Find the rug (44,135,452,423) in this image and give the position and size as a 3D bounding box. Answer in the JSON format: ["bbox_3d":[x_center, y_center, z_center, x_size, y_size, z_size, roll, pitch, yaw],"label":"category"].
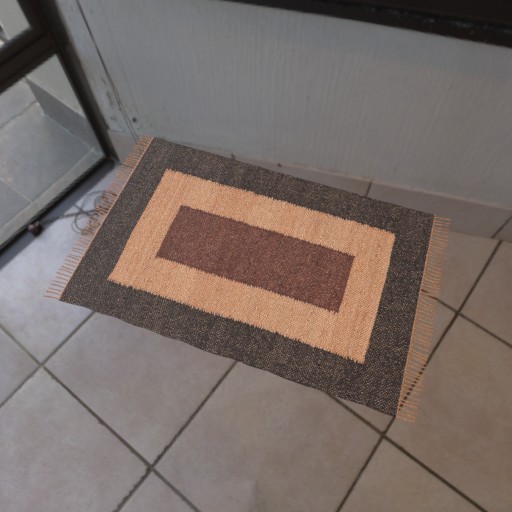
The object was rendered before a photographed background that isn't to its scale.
[{"bbox_3d":[0.000,0.000,1.896,1.541,0.013,0.920,17,64,9],"label":"rug"}]
